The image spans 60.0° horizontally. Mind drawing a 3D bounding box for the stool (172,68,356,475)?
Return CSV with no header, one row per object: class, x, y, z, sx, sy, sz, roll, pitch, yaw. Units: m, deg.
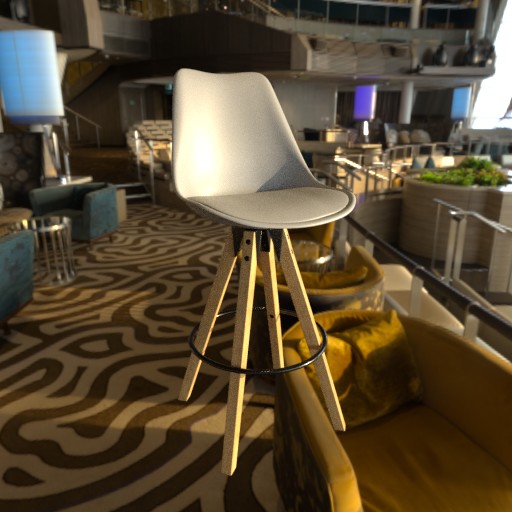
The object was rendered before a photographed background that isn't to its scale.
stool,0.000,0.000,1.380,0.485,1.115,0.550,-9,19,-26
